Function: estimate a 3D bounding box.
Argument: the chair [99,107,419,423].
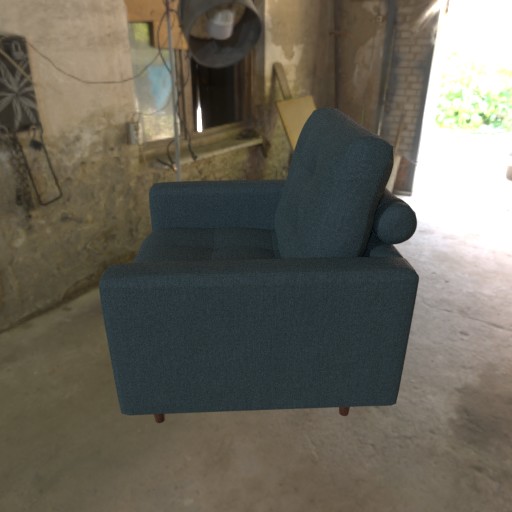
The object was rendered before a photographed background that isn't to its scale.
[{"bbox_3d":[0.000,0.000,1.480,0.843,0.880,0.821,-1,26,-3],"label":"chair"}]
